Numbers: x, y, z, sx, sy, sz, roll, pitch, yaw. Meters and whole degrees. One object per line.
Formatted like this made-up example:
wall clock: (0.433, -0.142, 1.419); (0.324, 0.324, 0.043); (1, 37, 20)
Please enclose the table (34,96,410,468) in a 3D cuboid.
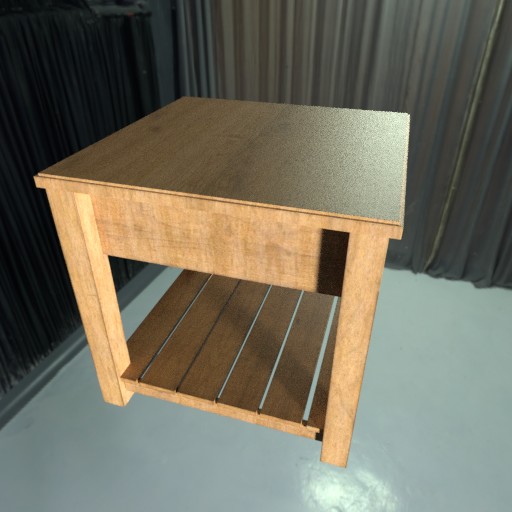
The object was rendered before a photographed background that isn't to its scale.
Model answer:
table: (0.000, 0.000, 1.093); (0.616, 0.593, 0.612); (9, 34, 14)
